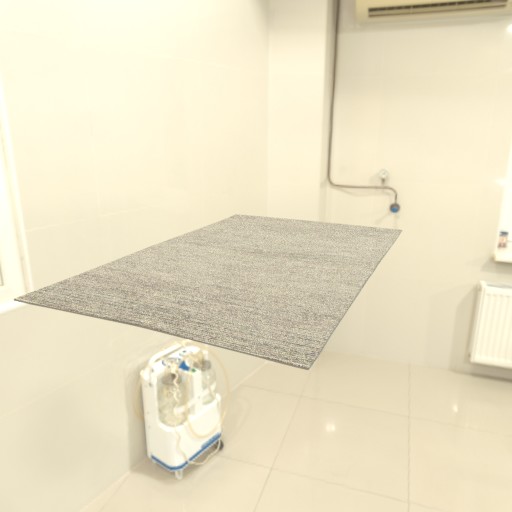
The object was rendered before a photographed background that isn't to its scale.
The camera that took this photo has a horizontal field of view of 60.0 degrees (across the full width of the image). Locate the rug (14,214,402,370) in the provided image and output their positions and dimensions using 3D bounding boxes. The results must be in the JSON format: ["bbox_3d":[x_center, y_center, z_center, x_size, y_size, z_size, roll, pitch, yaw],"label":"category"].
[{"bbox_3d":[0.000,0.000,2.203,1.162,0.022,1.804,8,18,24],"label":"rug"}]
